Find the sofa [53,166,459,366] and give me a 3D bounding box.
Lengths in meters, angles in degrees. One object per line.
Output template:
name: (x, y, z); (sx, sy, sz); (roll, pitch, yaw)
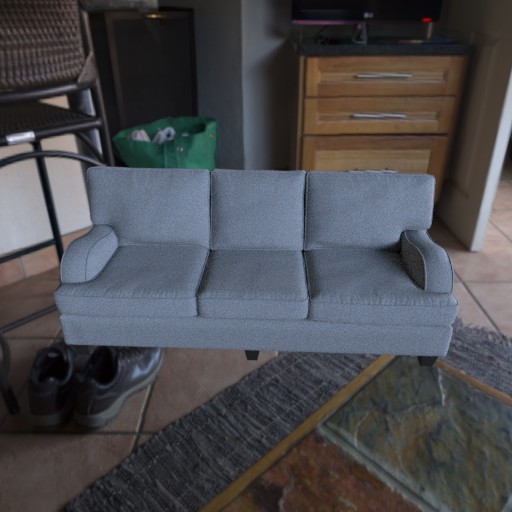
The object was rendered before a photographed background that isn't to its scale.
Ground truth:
sofa: (0.000, 0.000, 2.893); (2.323, 0.997, 1.016); (1, 28, 2)
